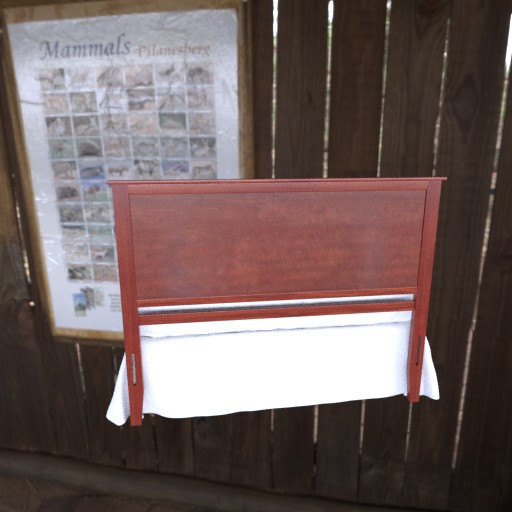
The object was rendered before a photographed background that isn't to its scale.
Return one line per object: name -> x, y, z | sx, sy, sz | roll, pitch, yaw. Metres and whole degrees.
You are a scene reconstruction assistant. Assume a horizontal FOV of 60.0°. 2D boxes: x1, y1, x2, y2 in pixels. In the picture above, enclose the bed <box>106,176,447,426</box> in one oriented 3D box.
bed -> 0.000, 0.000, 3.234 | 1.870, 1.270, 2.050 | -2, 15, -8
